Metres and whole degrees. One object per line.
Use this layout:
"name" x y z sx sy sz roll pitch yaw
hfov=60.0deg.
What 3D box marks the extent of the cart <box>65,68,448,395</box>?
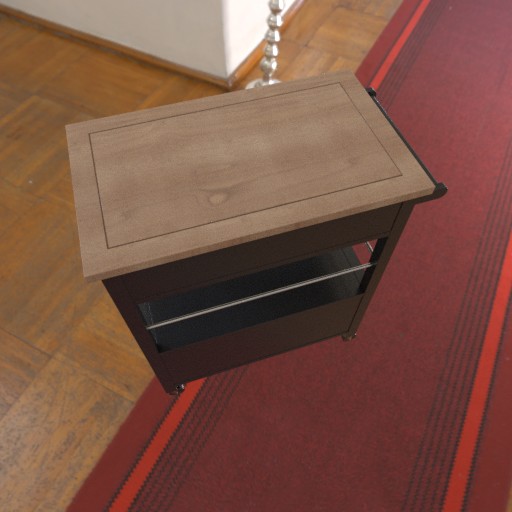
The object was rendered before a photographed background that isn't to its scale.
"cart" 0.000 0.000 1.417 0.840 0.901 0.459 -15 58 -10
